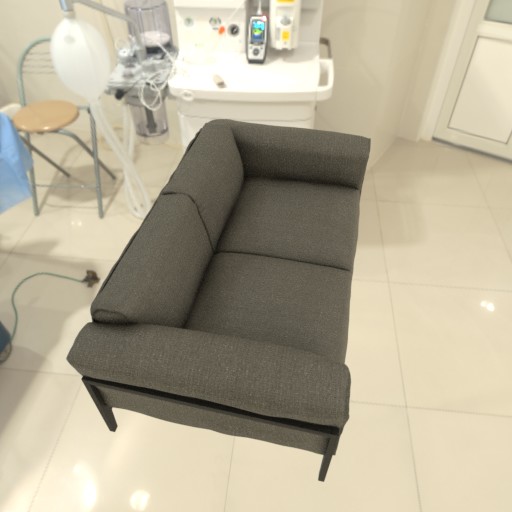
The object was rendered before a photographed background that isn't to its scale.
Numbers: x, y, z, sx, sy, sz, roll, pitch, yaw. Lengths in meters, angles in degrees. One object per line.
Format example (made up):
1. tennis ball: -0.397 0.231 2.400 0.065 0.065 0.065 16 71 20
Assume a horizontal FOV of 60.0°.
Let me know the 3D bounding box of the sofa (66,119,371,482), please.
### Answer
1. sofa: 0.000 0.000 2.136 0.960 0.656 1.690 9 46 9
